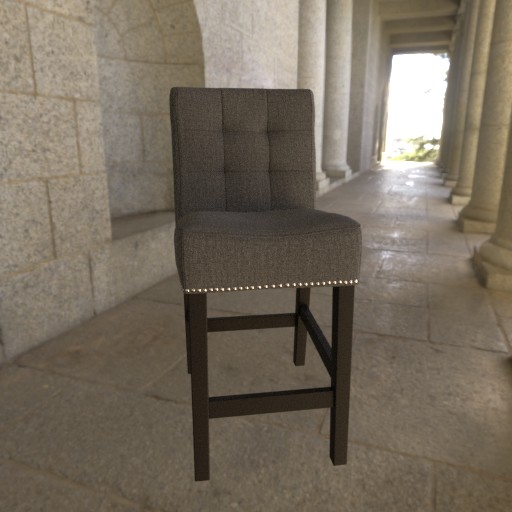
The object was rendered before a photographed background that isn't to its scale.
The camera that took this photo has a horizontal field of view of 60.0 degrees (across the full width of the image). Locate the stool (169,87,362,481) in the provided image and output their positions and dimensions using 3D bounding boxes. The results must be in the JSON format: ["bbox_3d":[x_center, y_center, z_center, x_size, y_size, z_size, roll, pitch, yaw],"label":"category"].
[{"bbox_3d":[0.000,0.000,1.175,0.427,0.885,0.571,-2,15,-8],"label":"stool"}]
